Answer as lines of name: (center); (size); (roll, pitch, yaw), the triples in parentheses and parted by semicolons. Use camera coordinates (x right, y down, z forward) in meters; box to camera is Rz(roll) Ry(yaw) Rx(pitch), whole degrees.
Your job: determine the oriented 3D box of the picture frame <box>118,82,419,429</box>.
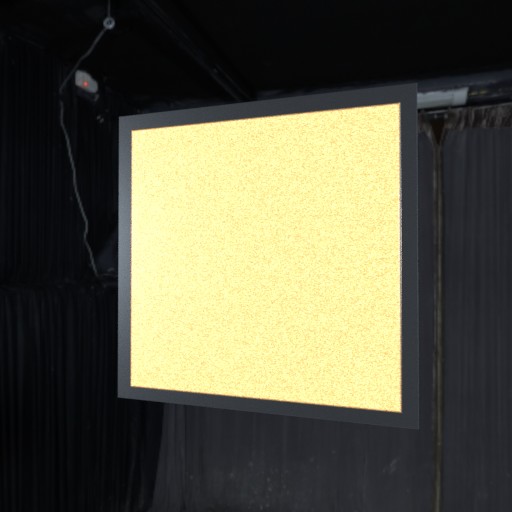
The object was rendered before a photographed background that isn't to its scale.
picture frame: (0.000, 0.000, 0.518); (0.355, 0.353, 0.029); (0, -1, 17)
